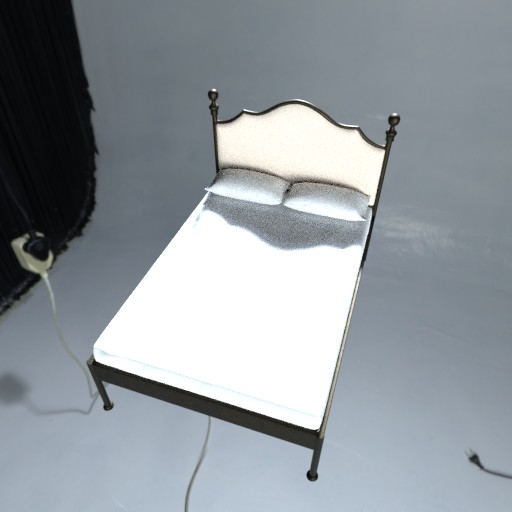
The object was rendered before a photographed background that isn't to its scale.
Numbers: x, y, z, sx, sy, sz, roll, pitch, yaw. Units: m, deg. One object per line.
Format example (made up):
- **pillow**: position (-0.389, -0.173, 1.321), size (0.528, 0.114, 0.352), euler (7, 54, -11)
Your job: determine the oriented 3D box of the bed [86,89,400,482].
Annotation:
- **bed**: position (0.000, 0.000, 3.164), size (1.533, 1.462, 2.170), euler (13, 43, 14)
